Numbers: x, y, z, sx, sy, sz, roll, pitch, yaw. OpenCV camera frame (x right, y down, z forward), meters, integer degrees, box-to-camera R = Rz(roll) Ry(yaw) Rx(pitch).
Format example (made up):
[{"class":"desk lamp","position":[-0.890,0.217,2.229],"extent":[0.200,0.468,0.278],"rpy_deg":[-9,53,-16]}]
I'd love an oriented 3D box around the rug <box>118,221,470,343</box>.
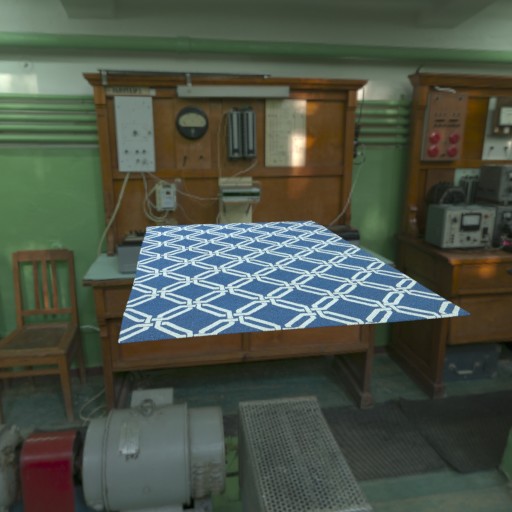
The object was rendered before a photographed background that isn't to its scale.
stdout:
[{"class":"rug","position":[0.000,0.000,2.212],"extent":[1.153,0.010,1.755],"rpy_deg":[-3,15,-10]}]
